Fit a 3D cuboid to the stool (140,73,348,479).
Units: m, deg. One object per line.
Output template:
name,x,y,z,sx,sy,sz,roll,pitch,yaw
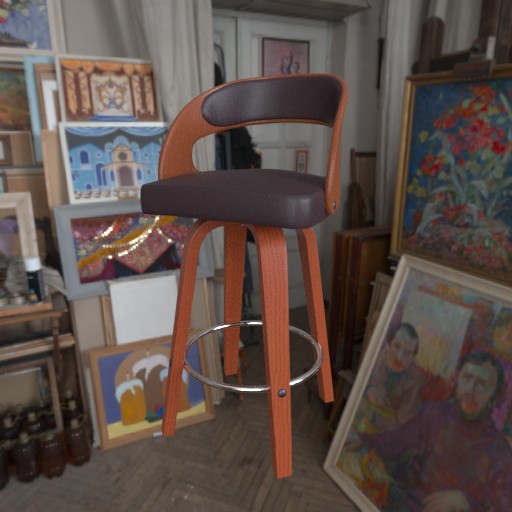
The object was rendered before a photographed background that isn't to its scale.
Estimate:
stool,0.000,0.000,1.170,0.457,0.940,0.457,8,17,25
